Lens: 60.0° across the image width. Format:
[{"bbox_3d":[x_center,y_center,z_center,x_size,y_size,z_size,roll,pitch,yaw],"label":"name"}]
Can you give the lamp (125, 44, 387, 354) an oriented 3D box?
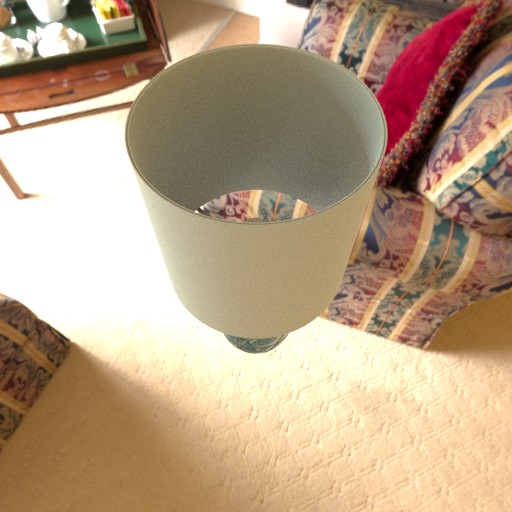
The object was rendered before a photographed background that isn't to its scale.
[{"bbox_3d":[0.000,0.000,0.488,0.193,0.377,0.193,-14,59,-9],"label":"lamp"}]
